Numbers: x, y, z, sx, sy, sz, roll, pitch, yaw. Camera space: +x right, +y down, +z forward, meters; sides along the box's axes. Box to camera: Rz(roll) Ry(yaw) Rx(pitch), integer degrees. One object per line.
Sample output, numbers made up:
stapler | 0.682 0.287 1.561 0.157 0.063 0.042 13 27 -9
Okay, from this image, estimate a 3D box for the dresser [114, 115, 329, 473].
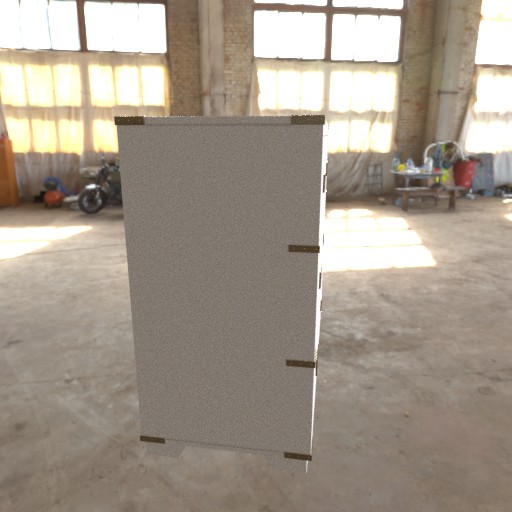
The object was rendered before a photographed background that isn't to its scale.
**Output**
dresser | 0.000 0.000 1.539 0.460 0.891 1.022 3 16 9
